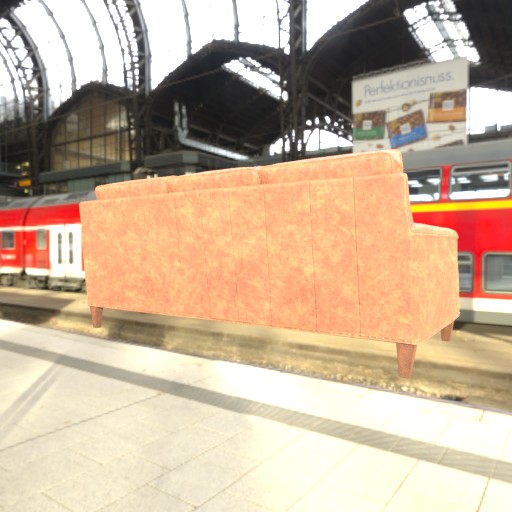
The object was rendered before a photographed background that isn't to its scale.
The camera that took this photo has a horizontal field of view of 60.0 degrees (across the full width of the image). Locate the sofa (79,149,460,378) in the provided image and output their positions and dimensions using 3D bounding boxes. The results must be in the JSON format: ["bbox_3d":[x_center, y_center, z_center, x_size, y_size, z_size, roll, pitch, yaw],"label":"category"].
[{"bbox_3d":[0.000,0.000,2.822,2.246,1.003,1.084,1,1,34],"label":"sofa"}]
